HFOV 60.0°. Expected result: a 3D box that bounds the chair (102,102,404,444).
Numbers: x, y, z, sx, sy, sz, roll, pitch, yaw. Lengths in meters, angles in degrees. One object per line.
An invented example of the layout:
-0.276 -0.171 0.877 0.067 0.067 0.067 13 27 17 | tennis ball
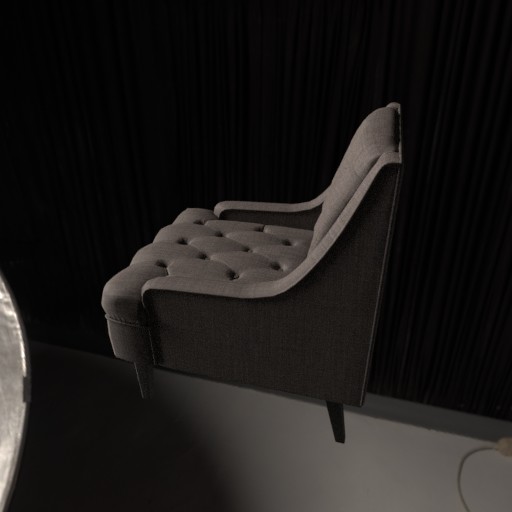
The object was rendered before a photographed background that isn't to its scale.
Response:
0.000 0.000 1.418 0.771 0.891 0.655 8 30 13 | chair
